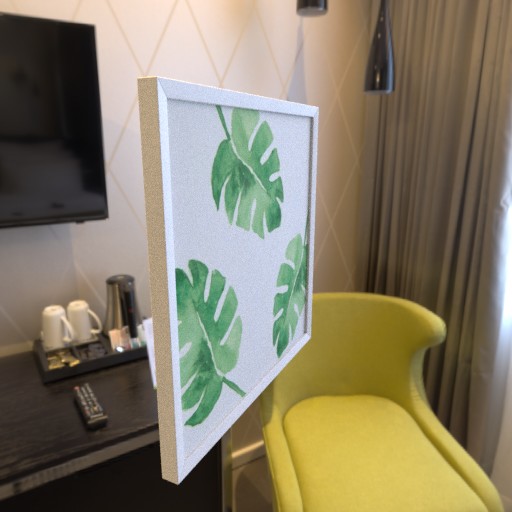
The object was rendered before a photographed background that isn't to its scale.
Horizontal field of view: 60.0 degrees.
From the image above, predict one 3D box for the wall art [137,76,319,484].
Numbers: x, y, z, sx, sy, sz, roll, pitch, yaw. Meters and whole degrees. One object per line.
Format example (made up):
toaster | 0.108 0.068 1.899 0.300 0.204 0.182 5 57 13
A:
wall art | 0.000 0.000 1.124 0.040 0.762 0.762 7 16 26
